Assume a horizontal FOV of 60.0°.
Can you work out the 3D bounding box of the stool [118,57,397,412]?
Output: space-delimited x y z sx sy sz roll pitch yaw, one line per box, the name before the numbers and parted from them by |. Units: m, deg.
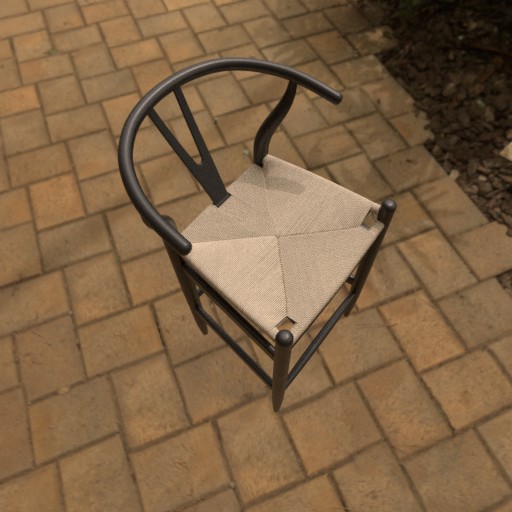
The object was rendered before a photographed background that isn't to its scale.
stool | 0.000 0.000 1.342 0.579 0.970 0.569 34 65 18
